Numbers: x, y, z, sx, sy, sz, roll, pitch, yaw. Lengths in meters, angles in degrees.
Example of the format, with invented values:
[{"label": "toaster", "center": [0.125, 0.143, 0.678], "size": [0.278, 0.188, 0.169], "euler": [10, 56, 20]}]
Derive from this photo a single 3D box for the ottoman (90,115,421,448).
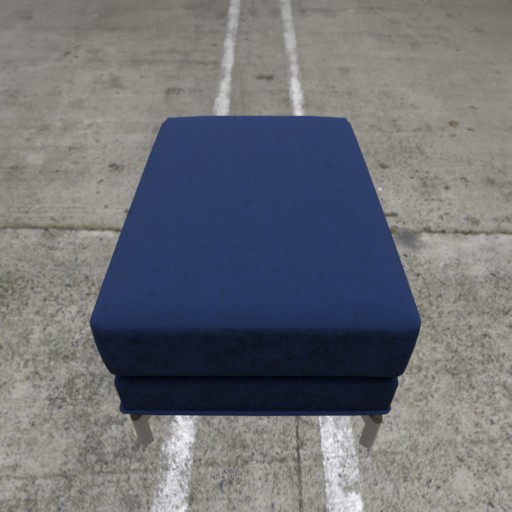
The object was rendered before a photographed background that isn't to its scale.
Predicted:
[{"label": "ottoman", "center": [0.000, 0.000, 1.189], "size": [0.587, 0.498, 0.835], "euler": [0, 42, 0]}]
